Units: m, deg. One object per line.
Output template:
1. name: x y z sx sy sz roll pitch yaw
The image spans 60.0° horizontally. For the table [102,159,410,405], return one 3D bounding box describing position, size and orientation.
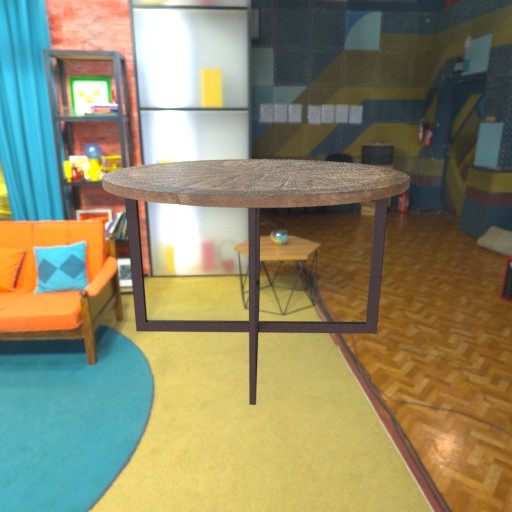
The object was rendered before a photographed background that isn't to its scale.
1. table: 0.000 0.000 2.024 1.264 0.762 1.264 0 17 0
